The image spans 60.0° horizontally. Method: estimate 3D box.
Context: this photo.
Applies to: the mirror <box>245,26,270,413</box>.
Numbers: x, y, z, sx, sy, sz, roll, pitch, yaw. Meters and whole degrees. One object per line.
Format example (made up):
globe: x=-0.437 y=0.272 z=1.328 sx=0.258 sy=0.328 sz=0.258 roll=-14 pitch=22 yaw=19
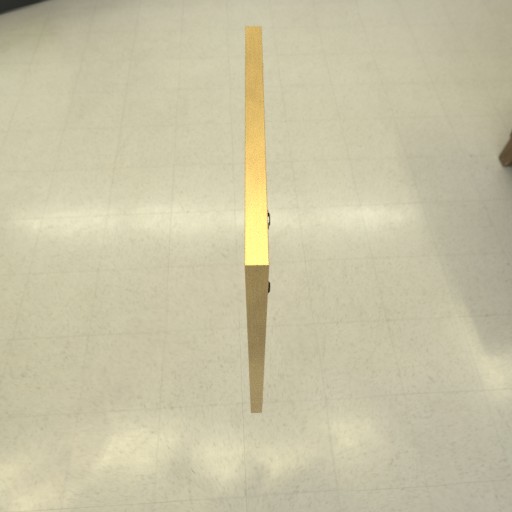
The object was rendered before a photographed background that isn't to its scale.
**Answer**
mirror: x=0.000 y=0.000 z=1.192 sx=0.040 sy=0.915 sz=0.609 roll=-1 pitch=58 yaw=0
